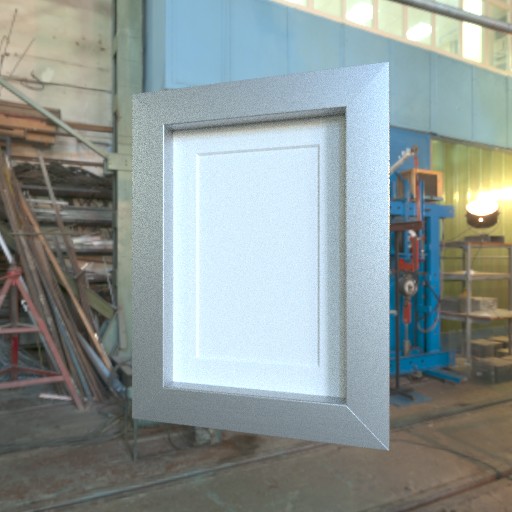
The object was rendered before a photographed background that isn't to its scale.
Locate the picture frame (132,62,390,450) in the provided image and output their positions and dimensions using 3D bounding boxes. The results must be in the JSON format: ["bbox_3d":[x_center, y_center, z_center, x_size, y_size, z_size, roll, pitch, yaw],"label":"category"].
[{"bbox_3d":[0.000,0.000,0.273,0.157,0.208,0.028,0,0,18],"label":"picture frame"}]
